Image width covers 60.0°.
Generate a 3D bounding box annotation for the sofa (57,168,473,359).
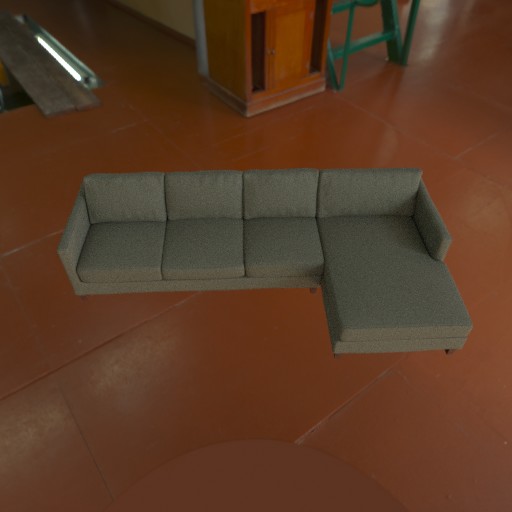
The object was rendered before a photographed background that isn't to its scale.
[{"bbox_3d":[0.000,0.000,3.781,3.186,0.861,1.625,-2,46,-2],"label":"sofa"}]
